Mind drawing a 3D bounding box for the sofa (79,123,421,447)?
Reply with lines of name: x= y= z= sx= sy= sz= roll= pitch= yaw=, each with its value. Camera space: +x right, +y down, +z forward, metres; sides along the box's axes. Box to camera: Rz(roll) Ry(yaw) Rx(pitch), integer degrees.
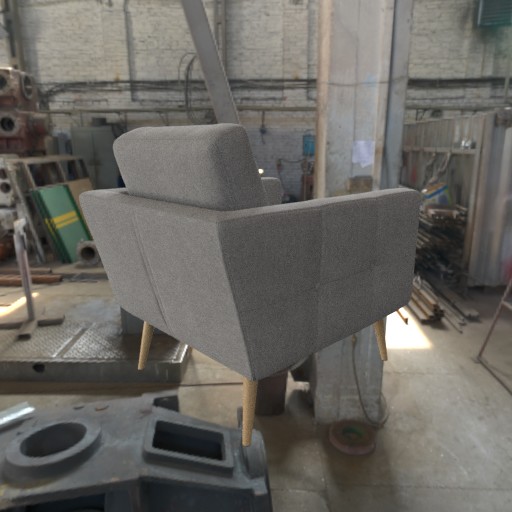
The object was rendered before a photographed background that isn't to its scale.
sofa: x=0.000 y=0.000 z=1.543 sx=0.920 sy=0.860 sz=0.770 roll=-13 pitch=20 yaw=-42
